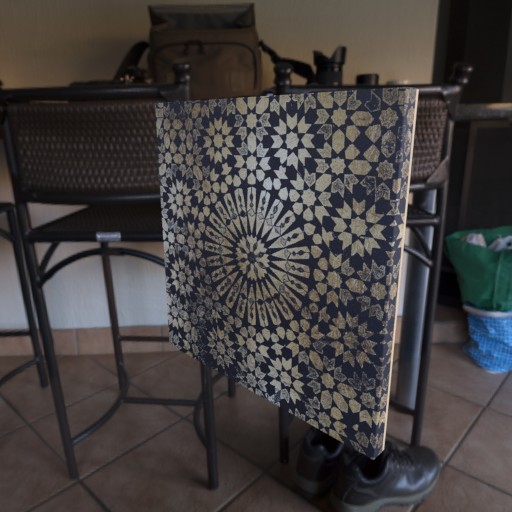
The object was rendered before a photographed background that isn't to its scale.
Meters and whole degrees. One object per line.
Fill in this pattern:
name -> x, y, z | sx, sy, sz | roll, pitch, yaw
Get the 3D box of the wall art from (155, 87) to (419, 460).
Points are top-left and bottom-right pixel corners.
wall art -> 0.000, 0.000, 0.906 | 0.612, 0.612, 0.038 | 15, 22, 42
